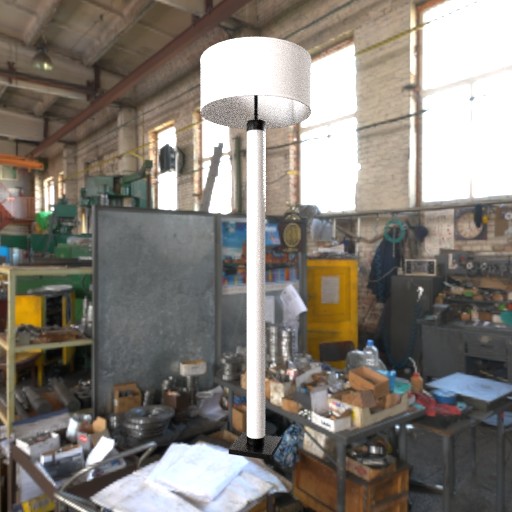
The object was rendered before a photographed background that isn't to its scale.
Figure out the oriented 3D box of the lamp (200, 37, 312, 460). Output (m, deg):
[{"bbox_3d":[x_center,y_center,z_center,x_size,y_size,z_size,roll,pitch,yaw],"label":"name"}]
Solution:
[{"bbox_3d":[0.000,0.000,1.686,0.420,1.475,0.420,0,1,18],"label":"lamp"}]
